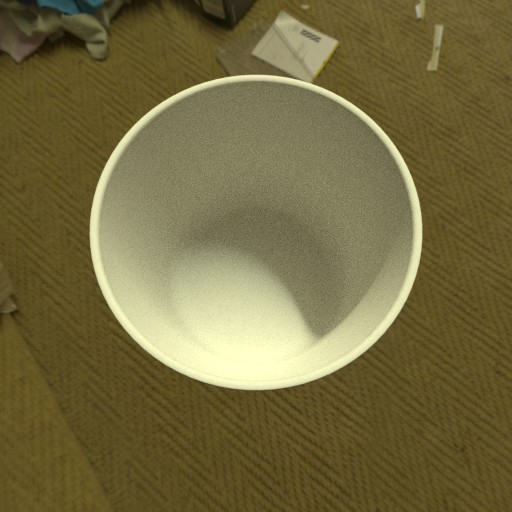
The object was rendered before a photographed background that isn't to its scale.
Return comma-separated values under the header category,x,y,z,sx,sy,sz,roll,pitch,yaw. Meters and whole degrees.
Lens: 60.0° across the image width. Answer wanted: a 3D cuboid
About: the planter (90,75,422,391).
category,x,y,z,sx,sy,sz,roll,pitch,yaw
planter,0.000,0.000,0.778,0.440,0.398,0.440,0,75,0
